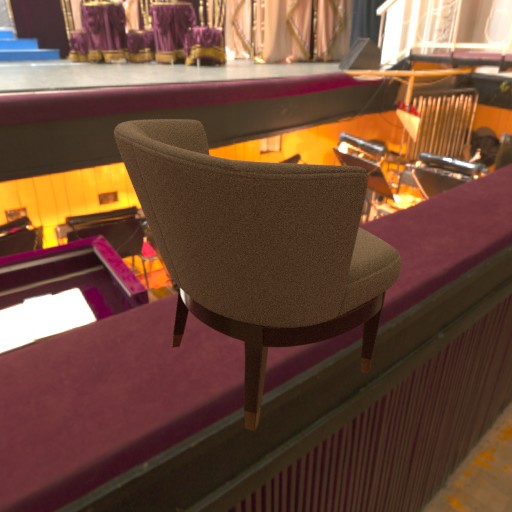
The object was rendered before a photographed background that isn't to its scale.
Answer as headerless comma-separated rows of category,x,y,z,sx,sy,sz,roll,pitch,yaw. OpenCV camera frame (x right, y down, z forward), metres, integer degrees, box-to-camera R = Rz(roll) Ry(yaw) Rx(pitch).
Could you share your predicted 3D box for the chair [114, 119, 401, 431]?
chair,0.000,0.000,1.289,0.660,0.760,0.700,-18,32,-32
